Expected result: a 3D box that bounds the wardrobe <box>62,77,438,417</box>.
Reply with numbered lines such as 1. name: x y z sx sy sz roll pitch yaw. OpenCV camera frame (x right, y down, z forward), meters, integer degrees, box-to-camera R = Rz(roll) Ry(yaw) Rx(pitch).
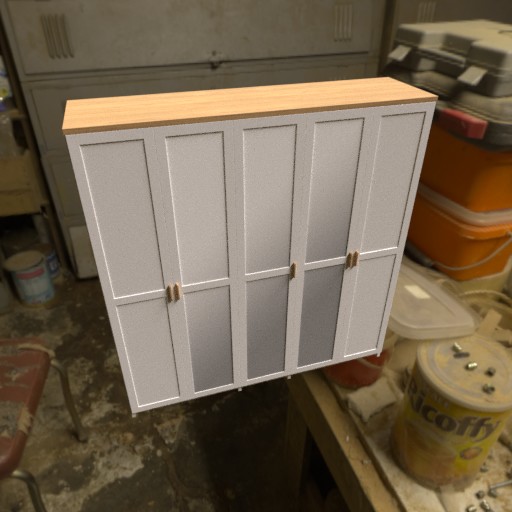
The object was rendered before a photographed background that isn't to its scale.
1. wardrobe: 0.000 0.000 3.280 2.160 2.260 0.590 -10 35 -14
